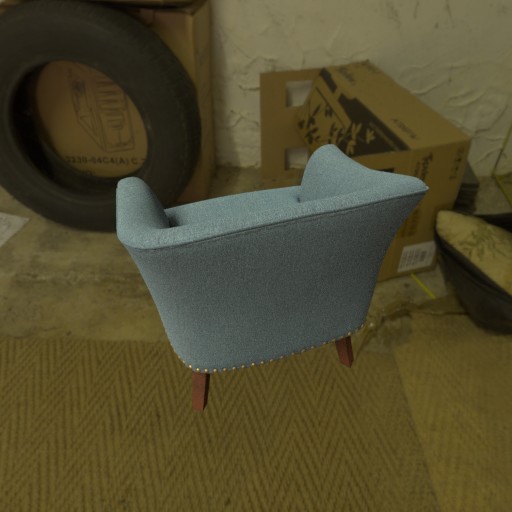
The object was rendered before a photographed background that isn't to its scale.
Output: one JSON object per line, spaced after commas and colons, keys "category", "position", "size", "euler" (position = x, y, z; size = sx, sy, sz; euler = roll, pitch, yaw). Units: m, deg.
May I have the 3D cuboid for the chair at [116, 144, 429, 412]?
{"category": "chair", "position": [0.000, 0.000, 1.403], "size": [0.772, 0.815, 0.704], "euler": [-12, 43, -14]}
